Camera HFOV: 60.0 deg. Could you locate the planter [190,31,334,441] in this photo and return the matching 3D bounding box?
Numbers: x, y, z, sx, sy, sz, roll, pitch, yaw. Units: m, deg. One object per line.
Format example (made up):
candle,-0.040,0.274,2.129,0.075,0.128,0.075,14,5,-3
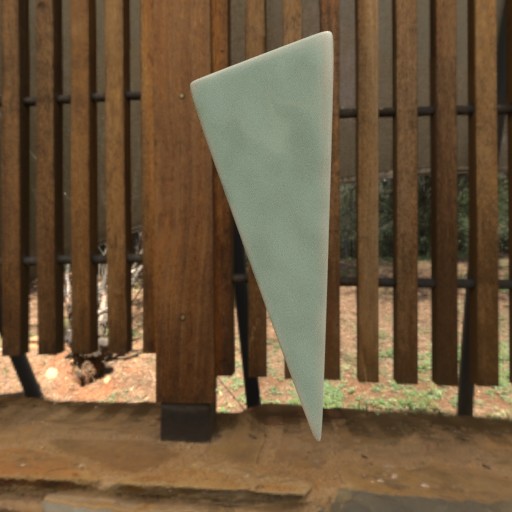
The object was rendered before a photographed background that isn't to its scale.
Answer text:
planter,0.000,0.000,0.214,0.064,0.178,0.080,0,-1,0
